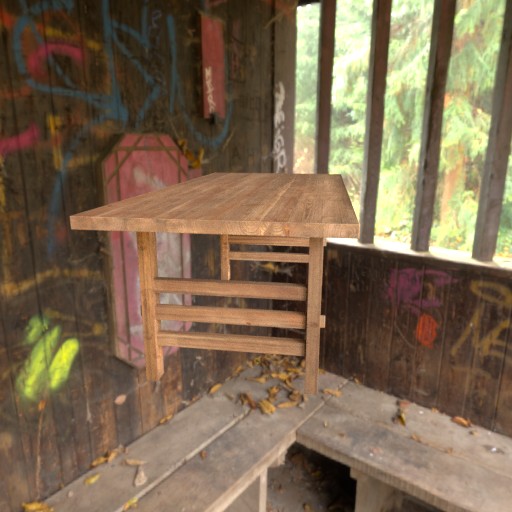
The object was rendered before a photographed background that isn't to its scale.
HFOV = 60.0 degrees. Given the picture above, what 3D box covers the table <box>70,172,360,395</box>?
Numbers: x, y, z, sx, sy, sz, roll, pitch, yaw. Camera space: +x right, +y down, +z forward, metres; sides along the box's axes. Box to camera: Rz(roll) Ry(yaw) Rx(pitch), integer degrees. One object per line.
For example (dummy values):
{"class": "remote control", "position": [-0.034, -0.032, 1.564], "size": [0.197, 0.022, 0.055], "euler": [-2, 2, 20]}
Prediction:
{"class": "table", "position": [0.000, 0.000, 2.465], "size": [0.952, 0.760, 2.003], "euler": [2, 15, 9]}
